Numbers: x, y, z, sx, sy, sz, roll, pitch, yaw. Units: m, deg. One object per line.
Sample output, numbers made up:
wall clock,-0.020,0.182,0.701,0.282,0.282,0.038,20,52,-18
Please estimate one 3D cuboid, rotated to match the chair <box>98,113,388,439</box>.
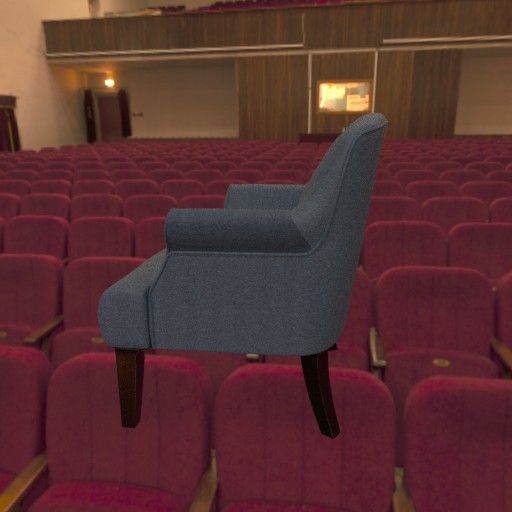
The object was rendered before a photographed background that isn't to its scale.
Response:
chair,0.000,0.000,1.443,0.754,0.878,0.770,2,15,9
